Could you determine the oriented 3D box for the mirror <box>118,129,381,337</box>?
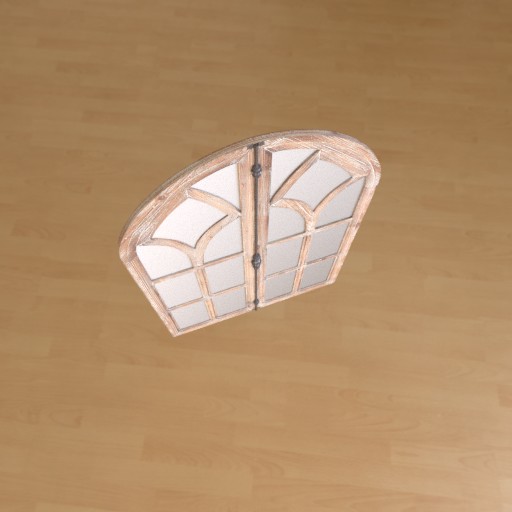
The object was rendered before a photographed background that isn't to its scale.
[{"bbox_3d":[0.000,0.000,1.166,0.609,0.915,0.032,-18,67,-8],"label":"mirror"}]
